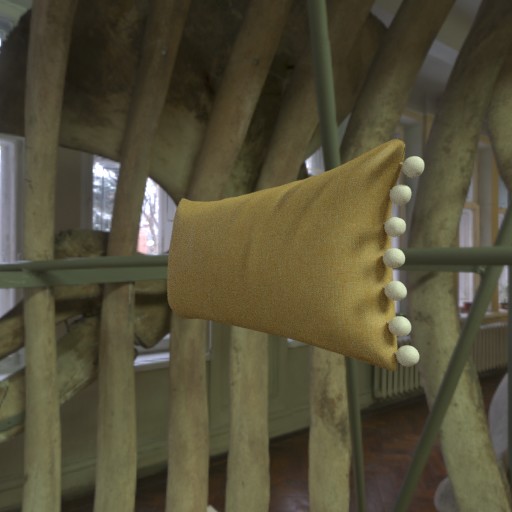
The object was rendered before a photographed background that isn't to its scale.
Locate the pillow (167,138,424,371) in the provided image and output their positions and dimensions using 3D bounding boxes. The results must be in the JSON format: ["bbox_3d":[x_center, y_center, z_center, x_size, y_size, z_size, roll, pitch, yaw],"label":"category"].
[{"bbox_3d":[0.000,0.000,0.867,0.201,0.322,0.709,0,0,-37],"label":"pillow"}]
